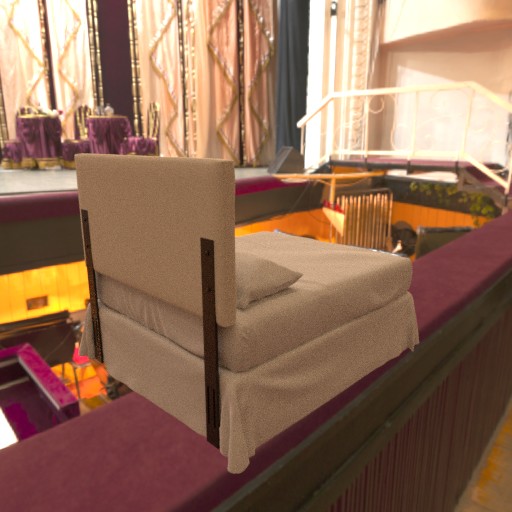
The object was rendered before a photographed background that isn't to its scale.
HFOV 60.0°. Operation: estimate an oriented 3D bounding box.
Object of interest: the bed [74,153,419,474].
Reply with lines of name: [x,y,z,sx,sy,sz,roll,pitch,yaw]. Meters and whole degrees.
bed: [0.000,0.000,3.475,2.222,1.577,1.936,-14,20,-43]
